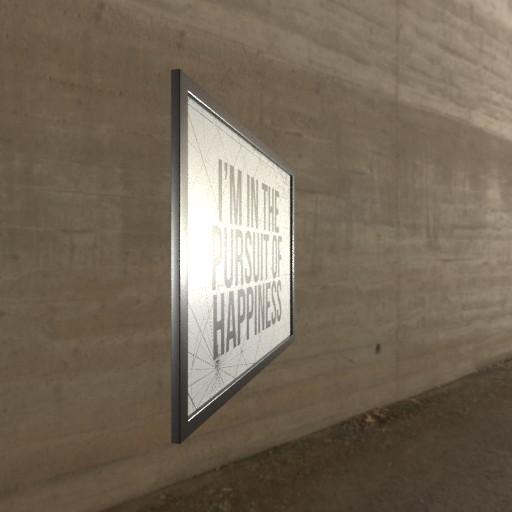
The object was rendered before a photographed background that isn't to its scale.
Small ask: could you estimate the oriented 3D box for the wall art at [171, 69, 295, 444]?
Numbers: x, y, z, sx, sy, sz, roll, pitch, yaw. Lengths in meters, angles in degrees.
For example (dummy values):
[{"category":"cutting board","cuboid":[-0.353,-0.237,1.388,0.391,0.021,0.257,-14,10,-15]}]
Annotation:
[{"category":"wall art","cuboid":[0.000,0.000,1.045,0.015,0.552,0.819,0,0,17]}]
